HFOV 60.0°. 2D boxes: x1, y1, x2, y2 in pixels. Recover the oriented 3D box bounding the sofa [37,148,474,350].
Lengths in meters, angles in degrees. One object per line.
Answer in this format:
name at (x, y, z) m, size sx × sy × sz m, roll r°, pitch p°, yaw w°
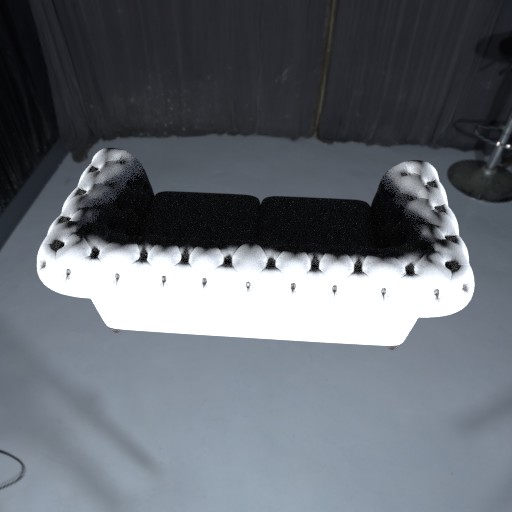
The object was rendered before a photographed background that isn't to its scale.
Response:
sofa at (0.000, 0.000, 2.409) m, size 1.998 × 0.764 × 0.986 m, roll 3°, pitch 46°, yaw 3°
